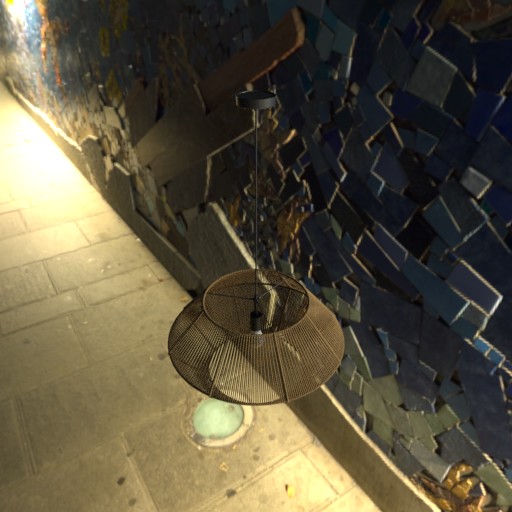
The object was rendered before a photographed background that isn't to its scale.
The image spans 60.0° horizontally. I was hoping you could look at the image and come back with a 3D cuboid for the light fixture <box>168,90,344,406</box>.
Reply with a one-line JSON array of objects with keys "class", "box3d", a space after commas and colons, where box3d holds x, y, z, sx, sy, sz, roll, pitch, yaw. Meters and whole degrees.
[{"class": "light fixture", "box3d": [0.000, 0.000, 1.442, 0.643, 1.009, 0.643, 0, 32, 0]}]
